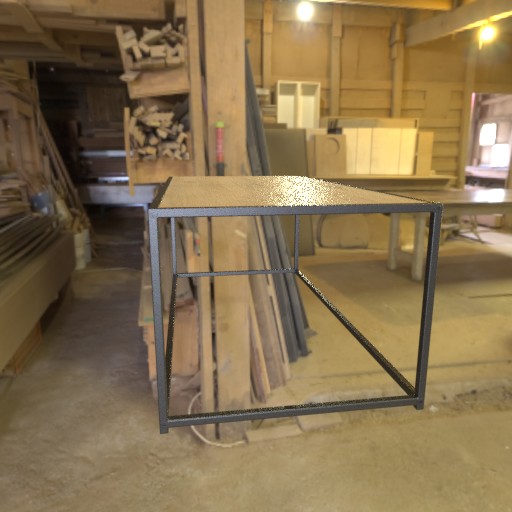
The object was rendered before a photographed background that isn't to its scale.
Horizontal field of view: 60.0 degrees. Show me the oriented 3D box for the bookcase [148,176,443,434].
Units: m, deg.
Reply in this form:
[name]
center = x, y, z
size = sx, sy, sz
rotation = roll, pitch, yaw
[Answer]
[bookcase]
center = 0.000, 0.000, 1.255
size = 0.500, 0.400, 1.000
rotation = -2, 13, -9
